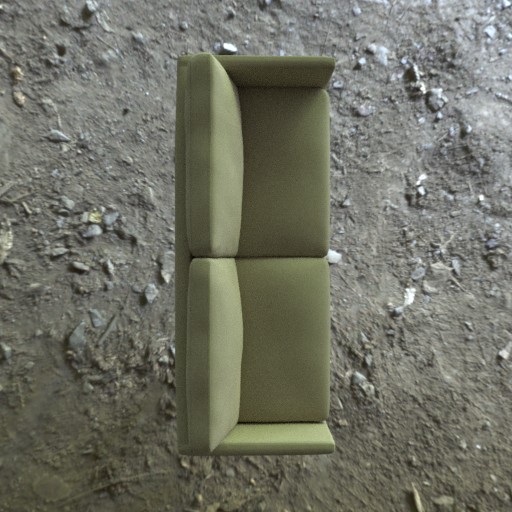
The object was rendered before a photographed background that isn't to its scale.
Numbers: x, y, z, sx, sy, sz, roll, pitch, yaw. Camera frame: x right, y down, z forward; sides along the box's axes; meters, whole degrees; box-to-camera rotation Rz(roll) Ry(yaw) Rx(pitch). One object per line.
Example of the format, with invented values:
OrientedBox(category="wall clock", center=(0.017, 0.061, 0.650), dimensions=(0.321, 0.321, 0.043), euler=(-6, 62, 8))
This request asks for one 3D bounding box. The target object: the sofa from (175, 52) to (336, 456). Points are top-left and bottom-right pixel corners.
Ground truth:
OrientedBox(category="sofa", center=(0.000, 0.000, 2.881), dimensions=(0.988, 0.912, 2.404), euler=(0, 90, -1))
